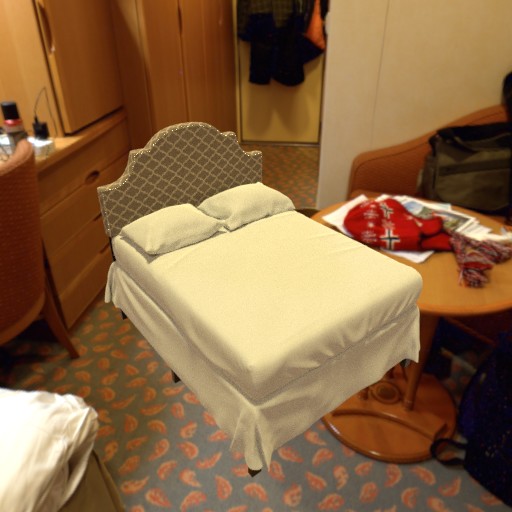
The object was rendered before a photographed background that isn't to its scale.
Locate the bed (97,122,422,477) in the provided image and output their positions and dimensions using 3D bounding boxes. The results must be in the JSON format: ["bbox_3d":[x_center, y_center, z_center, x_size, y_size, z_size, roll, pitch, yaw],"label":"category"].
[{"bbox_3d":[0.000,0.000,3.383,1.780,1.633,2.222,-21,37,-32],"label":"bed"}]
